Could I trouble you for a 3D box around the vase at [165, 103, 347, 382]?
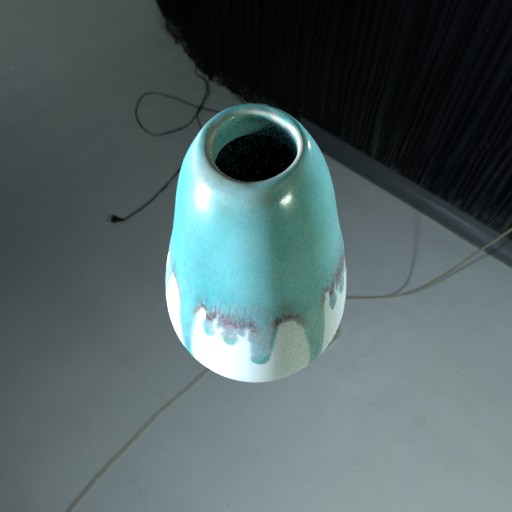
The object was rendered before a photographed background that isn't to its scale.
[{"bbox_3d":[0.000,0.000,0.258,0.116,0.179,0.116,0,58,0],"label":"vase"}]
